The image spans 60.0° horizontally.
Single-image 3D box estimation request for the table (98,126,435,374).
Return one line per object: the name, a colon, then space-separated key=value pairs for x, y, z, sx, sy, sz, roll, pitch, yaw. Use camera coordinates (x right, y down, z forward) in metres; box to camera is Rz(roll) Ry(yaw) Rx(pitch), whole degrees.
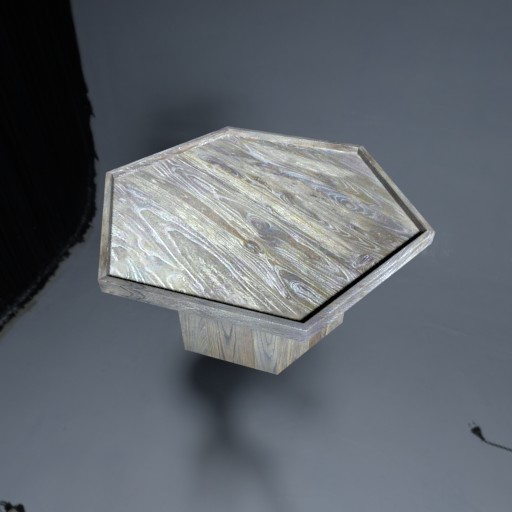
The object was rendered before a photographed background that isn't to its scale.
table: x=0.000 y=0.000 z=1.599 sx=1.115 sy=0.488 sz=0.966 roll=12 pitch=42 yaw=13
